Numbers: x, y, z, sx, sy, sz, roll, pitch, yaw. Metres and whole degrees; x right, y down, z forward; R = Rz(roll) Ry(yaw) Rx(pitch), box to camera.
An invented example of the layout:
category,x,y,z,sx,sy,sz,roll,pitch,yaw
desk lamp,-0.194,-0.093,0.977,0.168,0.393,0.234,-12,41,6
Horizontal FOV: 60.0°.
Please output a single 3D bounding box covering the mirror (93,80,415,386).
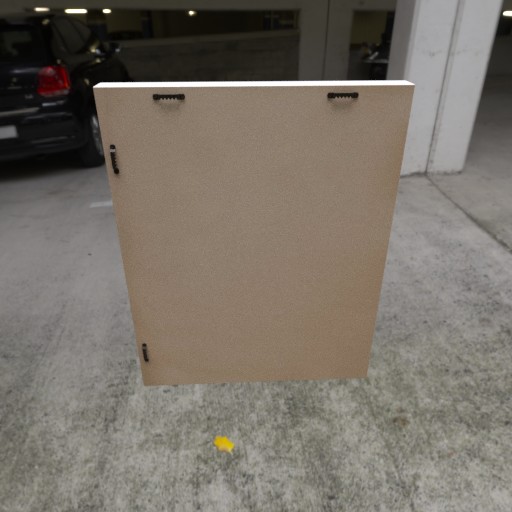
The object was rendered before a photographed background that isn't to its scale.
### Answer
category,x,y,z,sx,sy,sz,roll,pitch,yaw
mirror,0.000,0.000,0.694,0.405,0.508,0.041,-1,29,-2
